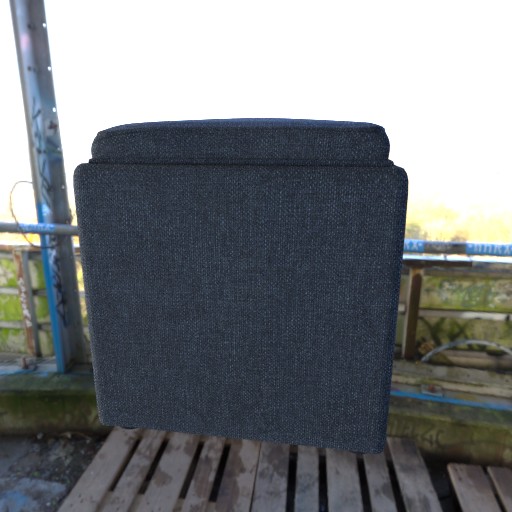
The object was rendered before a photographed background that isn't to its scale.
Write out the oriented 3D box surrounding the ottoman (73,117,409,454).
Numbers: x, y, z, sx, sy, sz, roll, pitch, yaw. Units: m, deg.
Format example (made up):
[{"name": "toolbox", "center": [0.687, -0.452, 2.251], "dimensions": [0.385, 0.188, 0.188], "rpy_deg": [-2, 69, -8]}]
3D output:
[{"name": "ottoman", "center": [0.000, 0.000, 0.826], "dimensions": [0.454, 0.493, 0.436], "rpy_deg": [2, 16, 9]}]
